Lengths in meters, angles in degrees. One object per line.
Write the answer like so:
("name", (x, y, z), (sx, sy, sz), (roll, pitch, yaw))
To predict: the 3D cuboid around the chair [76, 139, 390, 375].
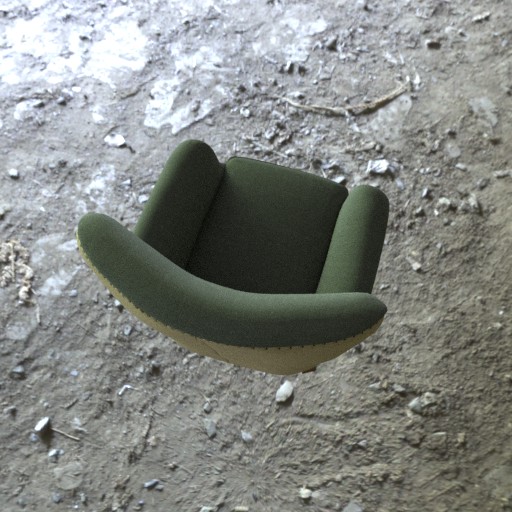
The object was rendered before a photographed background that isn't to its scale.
("chair", (0.000, 0.000, 1.645), (0.861, 0.936, 0.921), (17, 64, 8))
